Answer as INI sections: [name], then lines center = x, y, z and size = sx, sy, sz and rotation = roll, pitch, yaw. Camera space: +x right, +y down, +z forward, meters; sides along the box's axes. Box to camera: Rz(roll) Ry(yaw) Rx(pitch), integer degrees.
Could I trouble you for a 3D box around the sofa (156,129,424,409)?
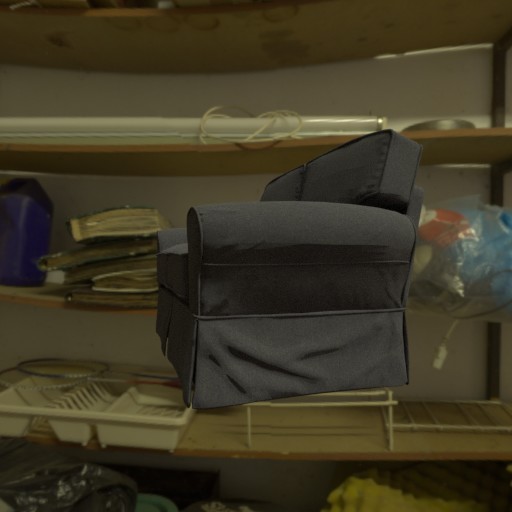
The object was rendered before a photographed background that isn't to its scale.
[sofa]
center = 0.000, 0.000, 2.431
size = 0.997, 1.059, 1.801
rotation = 0, 0, -17
